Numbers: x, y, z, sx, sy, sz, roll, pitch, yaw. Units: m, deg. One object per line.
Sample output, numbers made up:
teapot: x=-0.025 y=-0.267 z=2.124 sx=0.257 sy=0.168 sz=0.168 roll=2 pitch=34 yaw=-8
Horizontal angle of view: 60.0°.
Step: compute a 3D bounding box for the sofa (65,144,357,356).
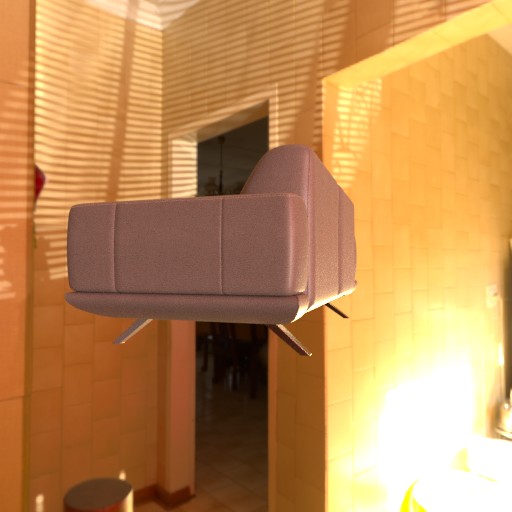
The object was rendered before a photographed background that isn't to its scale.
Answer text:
sofa: x=0.000 y=0.000 z=2.380 sx=0.900 sy=0.772 sz=1.901 roll=0 pitch=-2 yaw=18
